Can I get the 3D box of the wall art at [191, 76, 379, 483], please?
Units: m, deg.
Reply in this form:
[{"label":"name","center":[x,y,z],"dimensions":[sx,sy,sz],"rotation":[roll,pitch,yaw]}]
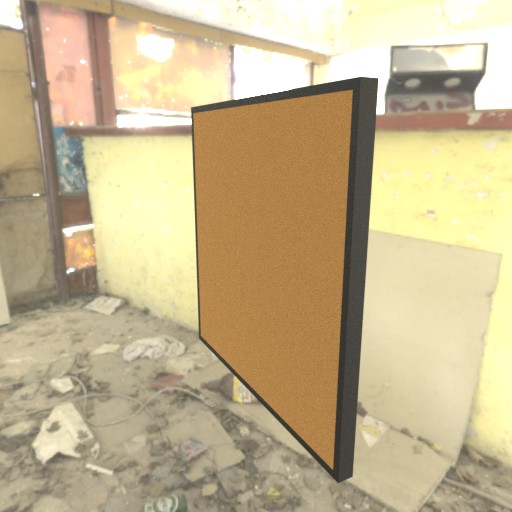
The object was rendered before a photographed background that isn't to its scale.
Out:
[{"label":"wall art","center":[0.000,0.000,1.126],"dimensions":[0.038,0.763,0.763],"rotation":[-8,16,-27]}]
